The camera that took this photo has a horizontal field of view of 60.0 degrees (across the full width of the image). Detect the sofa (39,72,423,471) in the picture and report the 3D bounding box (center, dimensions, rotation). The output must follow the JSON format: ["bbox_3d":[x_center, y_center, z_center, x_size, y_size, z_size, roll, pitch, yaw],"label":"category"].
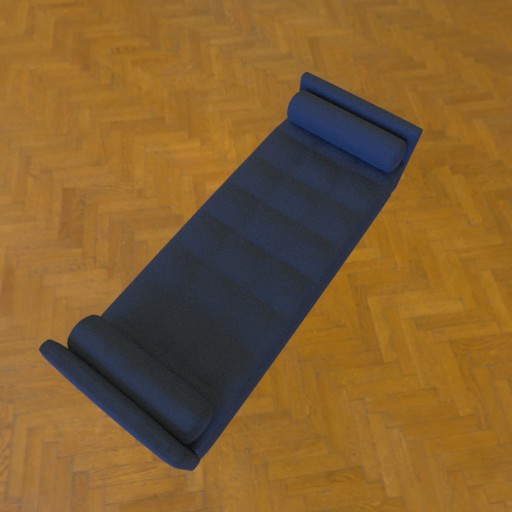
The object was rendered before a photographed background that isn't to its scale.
[{"bbox_3d":[0.000,0.000,2.427,0.797,0.657,2.102,33,68,16],"label":"sofa"}]
